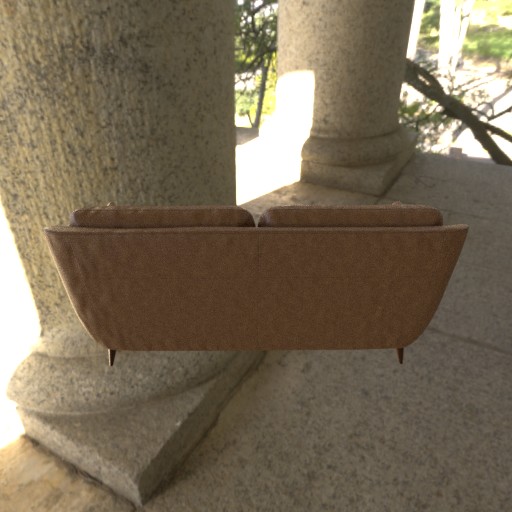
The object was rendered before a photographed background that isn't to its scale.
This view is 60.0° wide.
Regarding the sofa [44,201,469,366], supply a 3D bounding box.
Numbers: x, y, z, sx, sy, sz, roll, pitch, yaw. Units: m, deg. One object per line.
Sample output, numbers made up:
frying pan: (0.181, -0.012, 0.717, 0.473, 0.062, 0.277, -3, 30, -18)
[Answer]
sofa: (0.000, 0.000, 2.383, 1.902, 0.839, 0.904, 0, 31, 0)
